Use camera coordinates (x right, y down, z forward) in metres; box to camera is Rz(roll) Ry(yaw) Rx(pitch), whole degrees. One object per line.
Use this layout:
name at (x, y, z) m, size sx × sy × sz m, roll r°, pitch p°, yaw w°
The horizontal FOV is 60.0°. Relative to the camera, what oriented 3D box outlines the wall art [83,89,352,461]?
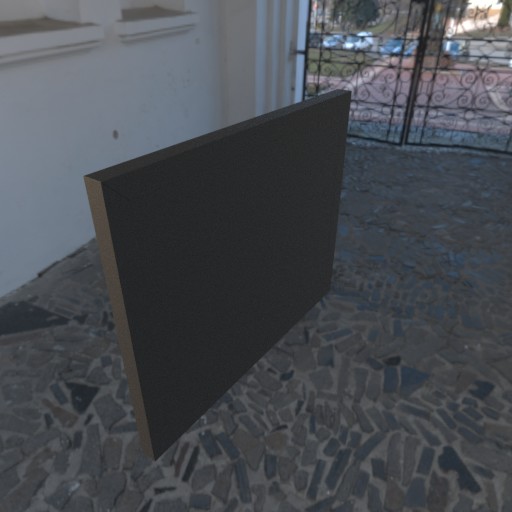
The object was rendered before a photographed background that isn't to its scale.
wall art at (0.000, 0.000, 0.760) m, size 0.029 × 0.457 × 0.558 m, roll 21°, pitch 37°, yaw 31°
